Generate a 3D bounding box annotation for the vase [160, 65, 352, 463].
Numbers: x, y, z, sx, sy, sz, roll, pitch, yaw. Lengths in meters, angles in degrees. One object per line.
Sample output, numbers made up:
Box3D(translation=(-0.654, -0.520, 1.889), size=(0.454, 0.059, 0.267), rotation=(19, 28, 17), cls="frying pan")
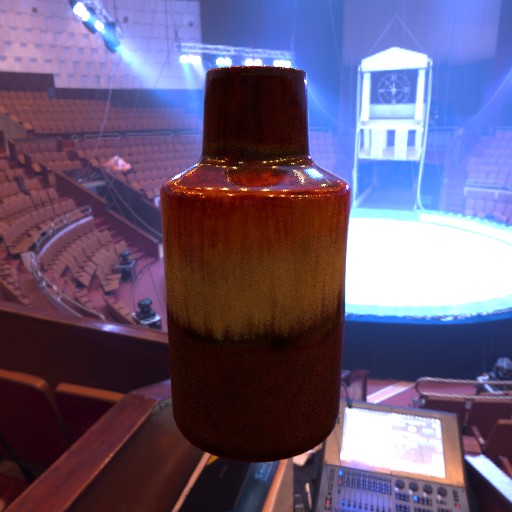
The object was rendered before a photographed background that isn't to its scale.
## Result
Box3D(translation=(0.000, 0.000, 0.263), size=(0.108, 0.204, 0.108), rotation=(0, 16, 0), cls="vase")
